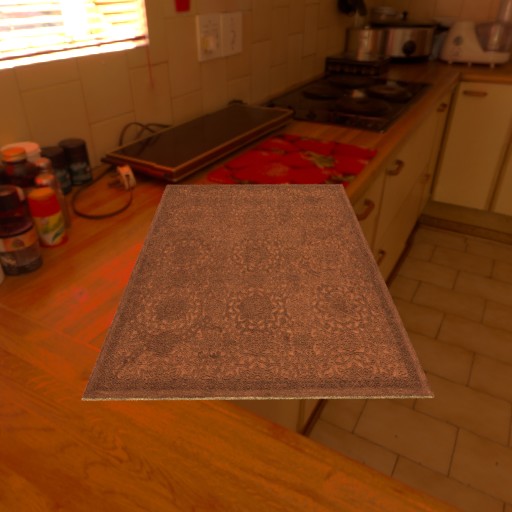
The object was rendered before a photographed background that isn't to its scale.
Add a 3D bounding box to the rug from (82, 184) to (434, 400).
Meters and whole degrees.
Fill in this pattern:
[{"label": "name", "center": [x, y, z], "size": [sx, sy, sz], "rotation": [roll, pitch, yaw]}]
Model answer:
[{"label": "rug", "center": [0.000, 0.000, 2.286], "size": [1.208, 0.012, 1.819], "rotation": [0, 32, 0]}]
